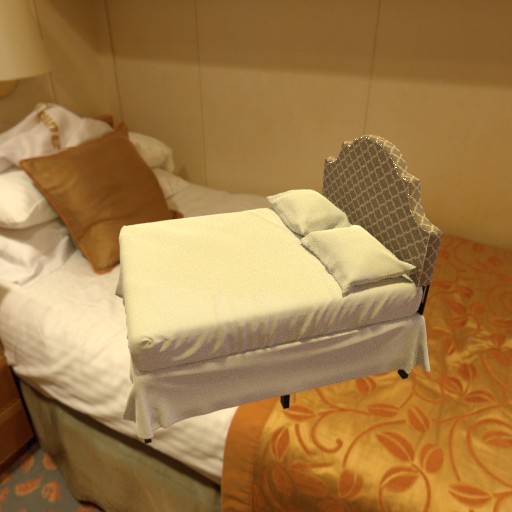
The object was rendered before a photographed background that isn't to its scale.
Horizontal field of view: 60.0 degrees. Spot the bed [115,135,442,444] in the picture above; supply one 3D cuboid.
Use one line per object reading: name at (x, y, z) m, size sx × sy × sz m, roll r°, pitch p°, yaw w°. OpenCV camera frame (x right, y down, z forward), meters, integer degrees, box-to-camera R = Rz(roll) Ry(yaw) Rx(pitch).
bed at (0.000, 0.000, 3.368) m, size 2.222 × 1.633 × 1.780 m, roll -9°, pitch 31°, yaw -15°
